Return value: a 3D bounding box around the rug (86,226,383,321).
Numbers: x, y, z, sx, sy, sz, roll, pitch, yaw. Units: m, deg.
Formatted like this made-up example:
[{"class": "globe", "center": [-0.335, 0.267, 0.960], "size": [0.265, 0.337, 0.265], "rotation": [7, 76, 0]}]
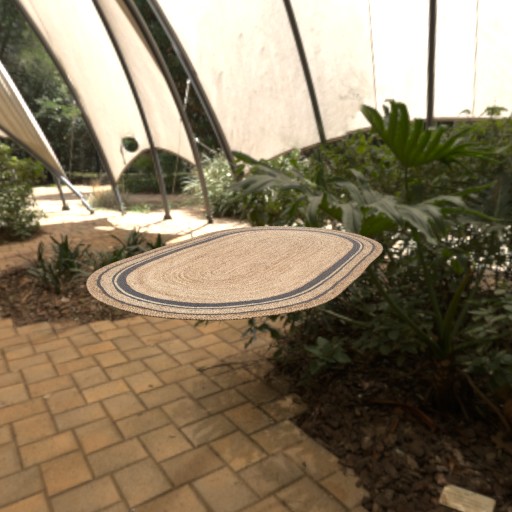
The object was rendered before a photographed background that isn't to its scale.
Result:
[{"class": "rug", "center": [0.000, 0.000, 3.064], "size": [1.520, 0.006, 2.432], "rotation": [7, 15, 26]}]
